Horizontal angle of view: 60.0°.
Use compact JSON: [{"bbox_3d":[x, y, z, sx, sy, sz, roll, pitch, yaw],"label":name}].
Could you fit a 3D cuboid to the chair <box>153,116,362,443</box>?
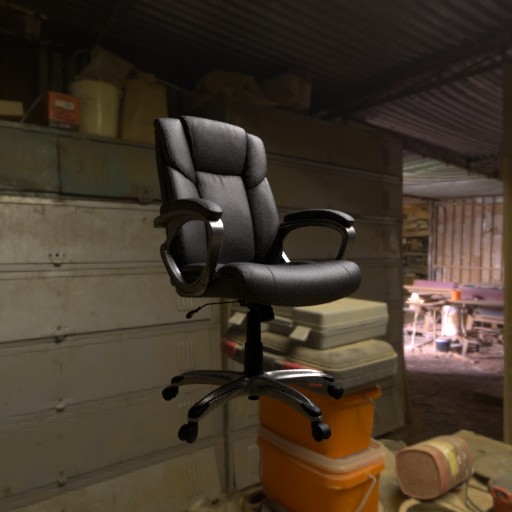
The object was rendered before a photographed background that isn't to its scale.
[{"bbox_3d":[0.000,0.000,1.624,0.721,1.130,0.719,0,1,-36],"label":"chair"}]
